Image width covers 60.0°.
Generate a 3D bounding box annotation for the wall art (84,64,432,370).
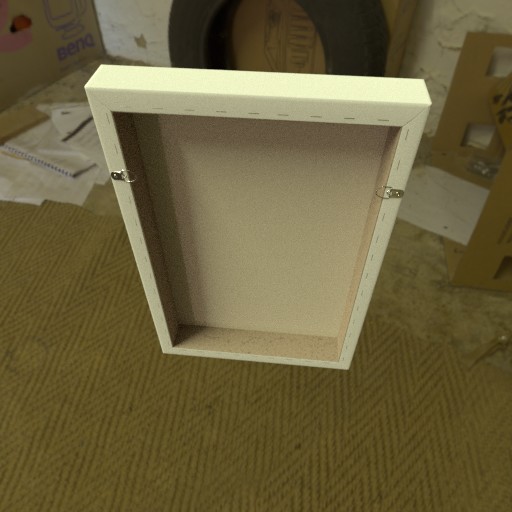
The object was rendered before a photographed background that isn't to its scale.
[{"bbox_3d":[0.000,0.000,0.472,0.252,0.381,0.039,4,47,4],"label":"wall art"}]
